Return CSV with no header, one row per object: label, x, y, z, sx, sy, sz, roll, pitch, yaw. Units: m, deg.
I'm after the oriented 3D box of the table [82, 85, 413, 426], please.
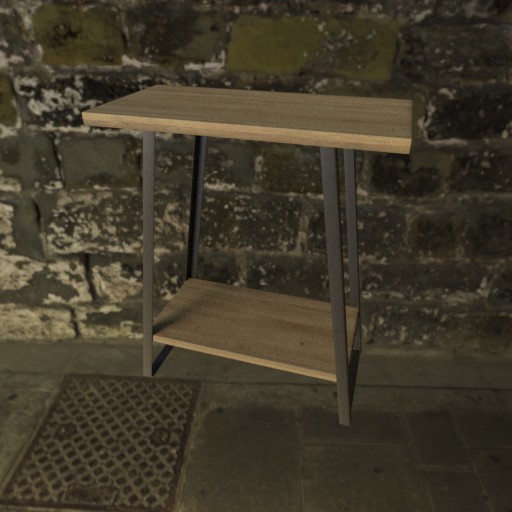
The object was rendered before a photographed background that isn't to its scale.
table,0.000,0.000,1.066,0.599,0.701,0.300,9,32,15
